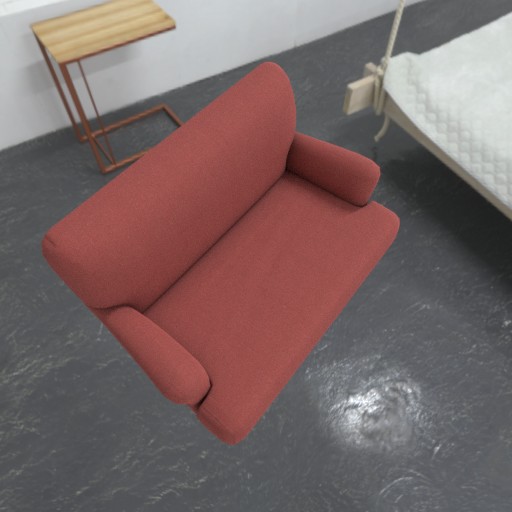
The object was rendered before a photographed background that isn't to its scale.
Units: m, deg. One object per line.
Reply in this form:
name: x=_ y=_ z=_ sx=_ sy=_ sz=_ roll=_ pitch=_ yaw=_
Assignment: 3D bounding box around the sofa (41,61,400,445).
sofa: x=0.000 y=0.000 z=1.822 sx=0.779 sy=0.889 sz=1.297 roll=34 pitch=64 yaw=19
